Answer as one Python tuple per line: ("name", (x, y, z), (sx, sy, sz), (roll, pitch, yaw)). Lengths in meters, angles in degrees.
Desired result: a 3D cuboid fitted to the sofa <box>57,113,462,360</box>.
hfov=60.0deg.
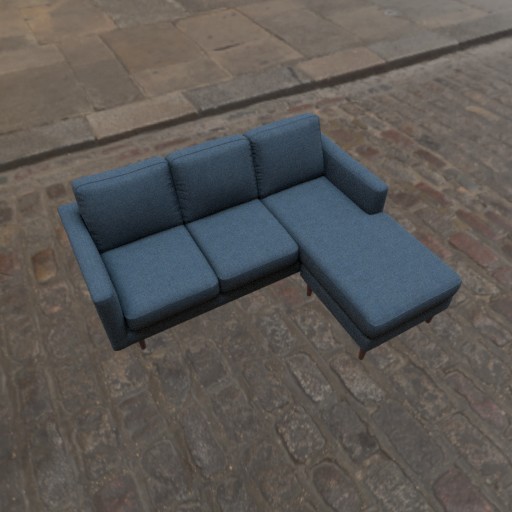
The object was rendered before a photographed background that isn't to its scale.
("sofa", (0.000, 0.000, 2.895), (2.055, 0.957, 1.667), (-22, 50, -20))
